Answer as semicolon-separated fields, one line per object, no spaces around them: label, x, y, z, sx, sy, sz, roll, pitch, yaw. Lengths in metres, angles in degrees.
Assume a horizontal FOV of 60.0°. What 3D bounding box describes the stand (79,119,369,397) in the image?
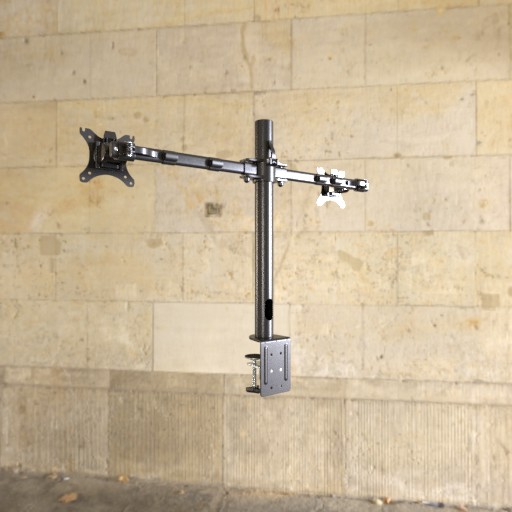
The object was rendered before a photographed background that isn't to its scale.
stand;0.000;0.000;1.020;0.743;0.603;0.150;0;-1;-35
